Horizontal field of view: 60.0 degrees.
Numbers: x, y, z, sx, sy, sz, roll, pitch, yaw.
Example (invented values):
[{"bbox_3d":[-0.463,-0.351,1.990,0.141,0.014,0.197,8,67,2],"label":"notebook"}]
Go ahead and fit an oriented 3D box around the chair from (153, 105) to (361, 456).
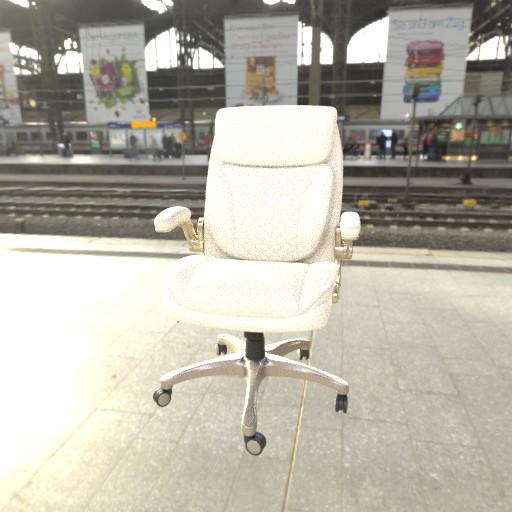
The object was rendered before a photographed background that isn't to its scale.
[{"bbox_3d":[0.000,0.000,1.651,0.740,1.110,0.794,2,15,8],"label":"chair"}]
